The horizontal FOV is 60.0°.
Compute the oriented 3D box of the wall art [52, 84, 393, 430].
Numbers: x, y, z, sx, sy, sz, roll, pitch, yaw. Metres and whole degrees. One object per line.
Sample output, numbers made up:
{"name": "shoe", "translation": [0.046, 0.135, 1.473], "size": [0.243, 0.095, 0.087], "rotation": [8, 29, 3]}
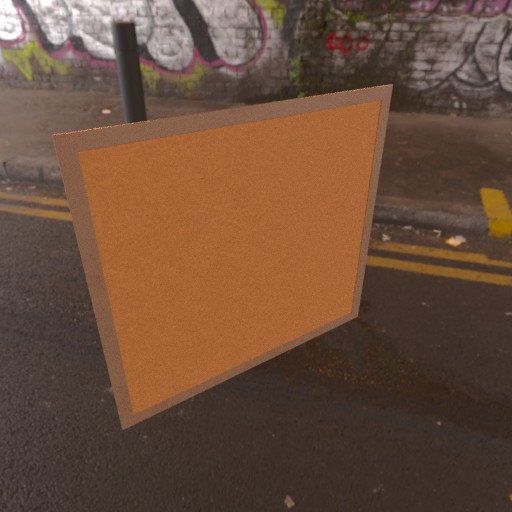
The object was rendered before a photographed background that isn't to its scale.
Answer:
{"name": "wall art", "translation": [0.000, 0.000, 1.608], "size": [1.168, 1.067, 0.025], "rotation": [-19, 36, -28]}
